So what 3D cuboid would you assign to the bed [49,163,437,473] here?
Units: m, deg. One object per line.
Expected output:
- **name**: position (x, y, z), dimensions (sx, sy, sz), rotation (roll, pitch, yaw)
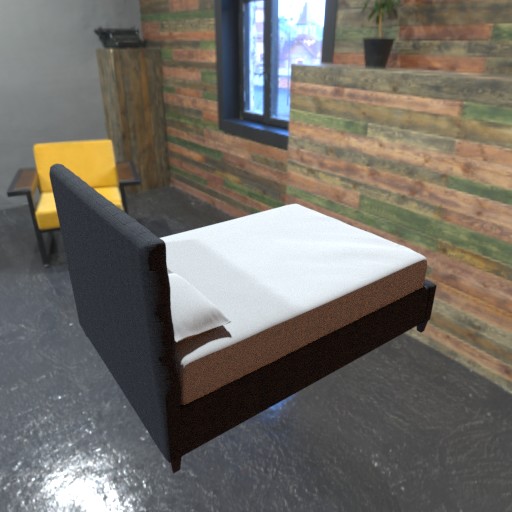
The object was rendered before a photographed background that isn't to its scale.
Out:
- **bed**: position (0.000, 0.000, 3.398), dimensions (2.387, 1.427, 1.698), rotation (-18, 31, -32)
